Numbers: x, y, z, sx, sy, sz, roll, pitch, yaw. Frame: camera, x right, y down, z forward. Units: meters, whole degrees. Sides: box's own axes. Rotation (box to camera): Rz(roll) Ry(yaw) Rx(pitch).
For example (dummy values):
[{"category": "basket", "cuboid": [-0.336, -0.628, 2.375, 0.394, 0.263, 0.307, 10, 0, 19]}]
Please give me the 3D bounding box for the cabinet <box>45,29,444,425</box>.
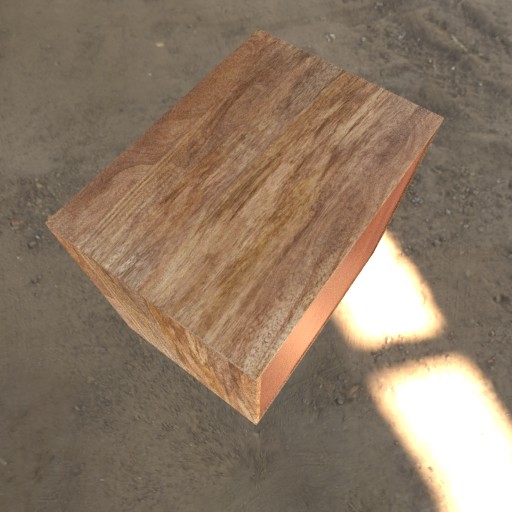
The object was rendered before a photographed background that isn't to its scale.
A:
[{"category": "cabinet", "cuboid": [0.000, 0.000, 1.181, 0.473, 0.758, 0.647, 33, 68, 15]}]
